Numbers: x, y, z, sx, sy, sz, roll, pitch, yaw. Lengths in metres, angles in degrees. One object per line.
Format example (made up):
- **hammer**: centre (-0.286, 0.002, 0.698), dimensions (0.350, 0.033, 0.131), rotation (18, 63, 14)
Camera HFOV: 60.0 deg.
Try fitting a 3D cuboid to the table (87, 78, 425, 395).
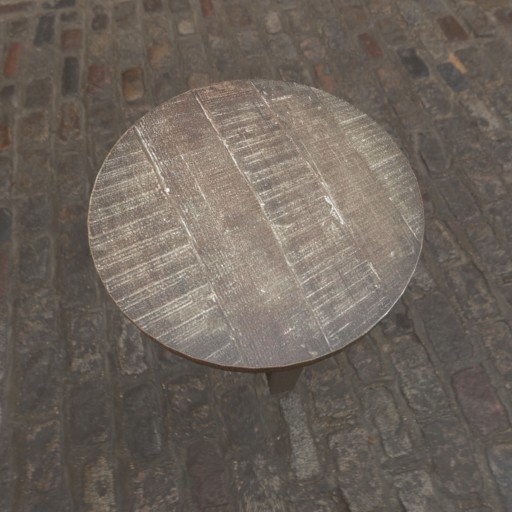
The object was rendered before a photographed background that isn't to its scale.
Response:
- **table**: centre (0.000, 0.000, 0.939), dimensions (0.557, 0.437, 0.557), rotation (0, 64, 0)
